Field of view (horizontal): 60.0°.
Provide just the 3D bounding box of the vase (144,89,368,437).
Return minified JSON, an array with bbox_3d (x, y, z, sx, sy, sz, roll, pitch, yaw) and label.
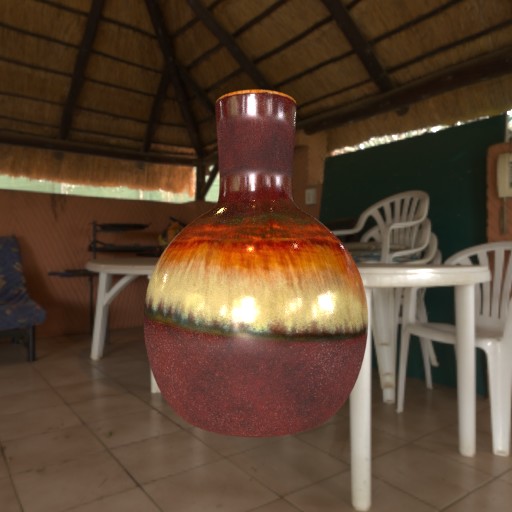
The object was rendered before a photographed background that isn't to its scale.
[{"bbox_3d":[0.000,0.000,0.225,0.111,0.154,0.111,0,0,0],"label":"vase"}]
